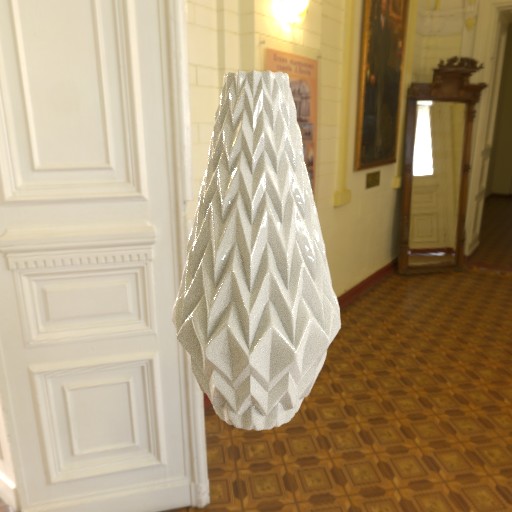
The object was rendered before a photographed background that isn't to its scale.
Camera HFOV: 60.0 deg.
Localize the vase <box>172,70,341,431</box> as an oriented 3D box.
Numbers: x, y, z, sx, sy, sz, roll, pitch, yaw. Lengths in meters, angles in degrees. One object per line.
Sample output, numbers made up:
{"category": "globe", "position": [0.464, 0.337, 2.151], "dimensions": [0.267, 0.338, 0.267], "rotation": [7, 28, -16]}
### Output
{"category": "vase", "position": [0.000, 0.000, 0.429], "dimensions": [0.167, 0.328, 0.167], "rotation": [0, 16, 0]}
